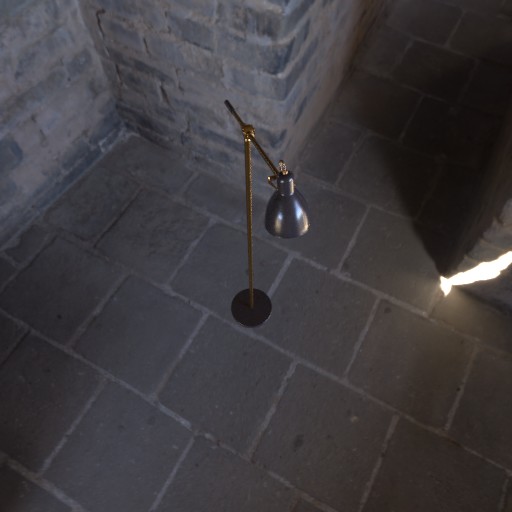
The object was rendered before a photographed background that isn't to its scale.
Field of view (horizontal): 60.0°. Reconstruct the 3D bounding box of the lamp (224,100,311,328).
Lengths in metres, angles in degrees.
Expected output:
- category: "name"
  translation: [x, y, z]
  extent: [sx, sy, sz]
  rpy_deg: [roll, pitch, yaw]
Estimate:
- category: "lamp"
  translation: [0.000, 0.000, 1.808]
  extent: [0.235, 1.628, 0.618]
  rpy_deg: [-16, 64, -8]
